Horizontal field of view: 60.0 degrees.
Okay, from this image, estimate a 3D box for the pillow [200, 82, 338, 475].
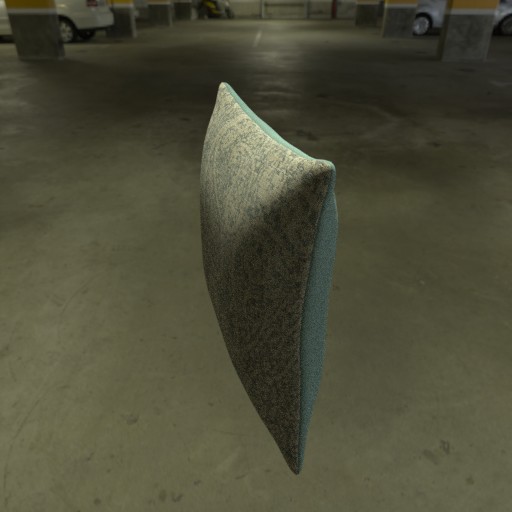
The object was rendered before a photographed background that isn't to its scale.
[{"bbox_3d":[0.000,0.000,0.789,0.166,0.507,0.526,-8,31,-13],"label":"pillow"}]
